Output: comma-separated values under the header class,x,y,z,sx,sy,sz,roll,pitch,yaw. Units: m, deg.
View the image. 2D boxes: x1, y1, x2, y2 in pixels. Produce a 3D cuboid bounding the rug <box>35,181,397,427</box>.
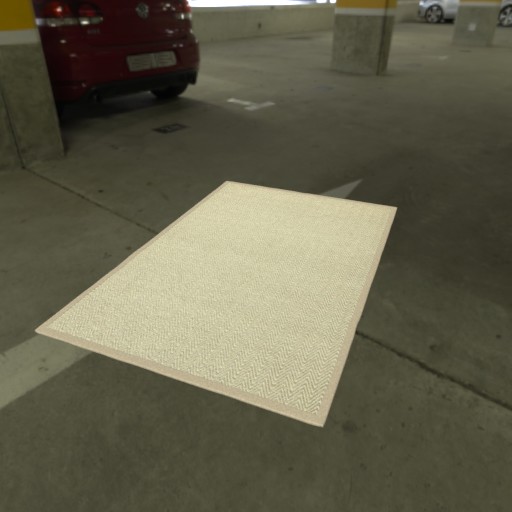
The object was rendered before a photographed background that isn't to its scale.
class,x,y,z,sx,sy,sz,roll,pitch,yaw
rug,0.000,0.000,2.945,1.540,0.021,2.290,12,33,19
